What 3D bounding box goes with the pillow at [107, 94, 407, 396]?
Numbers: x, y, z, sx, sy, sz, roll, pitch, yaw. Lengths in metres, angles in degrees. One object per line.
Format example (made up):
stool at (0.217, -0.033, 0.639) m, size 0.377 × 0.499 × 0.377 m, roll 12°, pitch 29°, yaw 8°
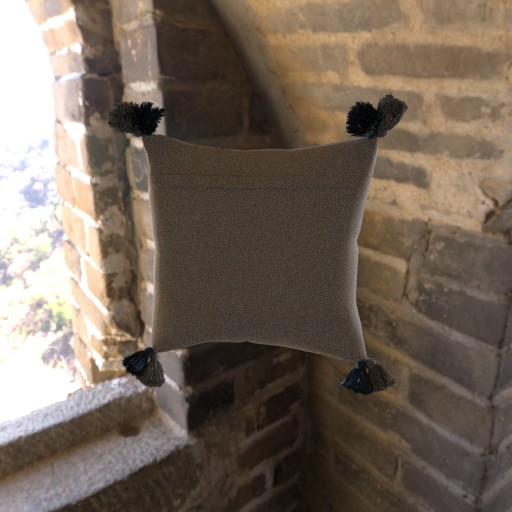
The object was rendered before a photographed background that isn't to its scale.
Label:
pillow at (0.000, 0.000, 0.928) m, size 0.614 × 0.634 × 0.138 m, roll 2°, pitch 15°, yaw 8°
